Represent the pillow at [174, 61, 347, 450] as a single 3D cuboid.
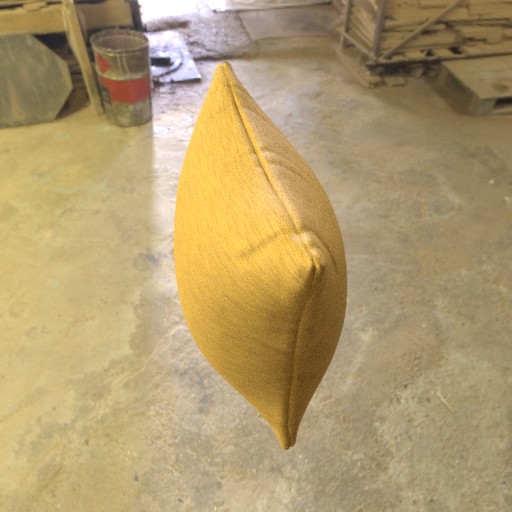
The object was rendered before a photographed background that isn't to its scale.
[{"bbox_3d":[0.000,0.000,0.669,0.247,0.417,0.435,-10,47,-10],"label":"pillow"}]
